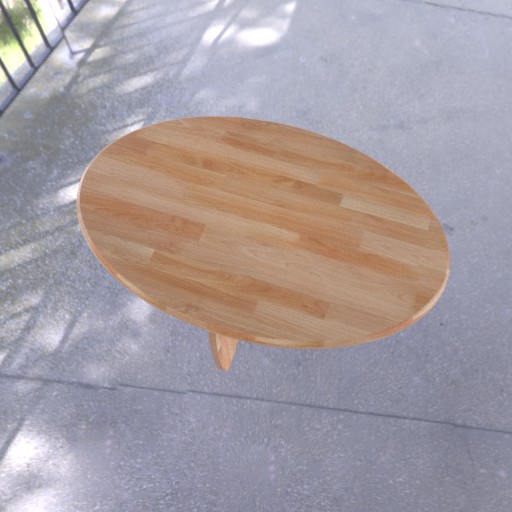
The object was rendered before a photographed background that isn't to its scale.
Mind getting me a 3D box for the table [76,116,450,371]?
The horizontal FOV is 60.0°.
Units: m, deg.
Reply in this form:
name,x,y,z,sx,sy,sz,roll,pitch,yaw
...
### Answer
name,x,y,z,sx,sy,sz,roll,pitch,yaw
table,0.000,0.000,1.396,1.040,0.490,0.690,17,64,9
